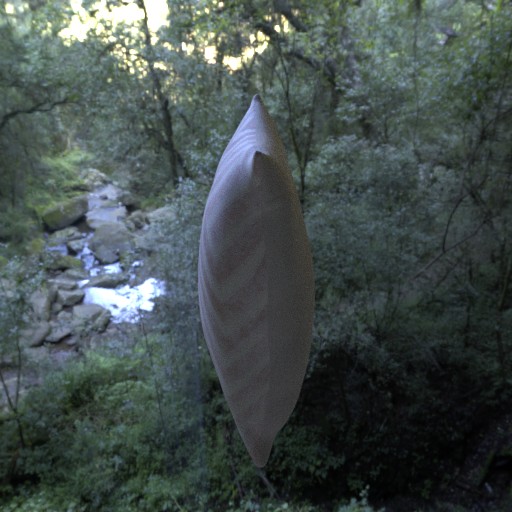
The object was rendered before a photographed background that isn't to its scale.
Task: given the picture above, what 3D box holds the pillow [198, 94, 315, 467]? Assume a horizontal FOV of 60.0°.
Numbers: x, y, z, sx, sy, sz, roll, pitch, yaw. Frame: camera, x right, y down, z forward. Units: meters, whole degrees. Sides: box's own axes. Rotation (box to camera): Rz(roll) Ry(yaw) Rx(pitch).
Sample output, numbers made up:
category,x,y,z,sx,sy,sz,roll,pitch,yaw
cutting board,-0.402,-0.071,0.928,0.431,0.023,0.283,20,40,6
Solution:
category,x,y,z,sx,sy,sz,roll,pitch,yaw
pillow,0.000,0.000,0.699,0.182,0.441,0.440,0,26,0
